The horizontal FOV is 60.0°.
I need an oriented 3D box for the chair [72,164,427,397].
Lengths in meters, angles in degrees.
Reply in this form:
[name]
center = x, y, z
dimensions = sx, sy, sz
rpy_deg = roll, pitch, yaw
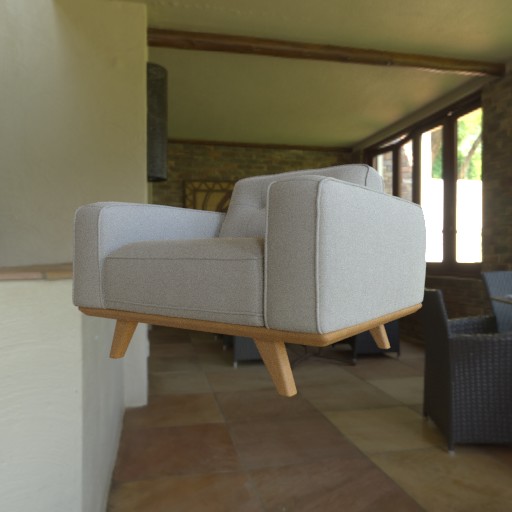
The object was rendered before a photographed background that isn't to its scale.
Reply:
[chair]
center = 0.000, 0.000, 1.776
dimensions = 1.115, 0.779, 0.953
rpy_deg = 0, 0, 36
